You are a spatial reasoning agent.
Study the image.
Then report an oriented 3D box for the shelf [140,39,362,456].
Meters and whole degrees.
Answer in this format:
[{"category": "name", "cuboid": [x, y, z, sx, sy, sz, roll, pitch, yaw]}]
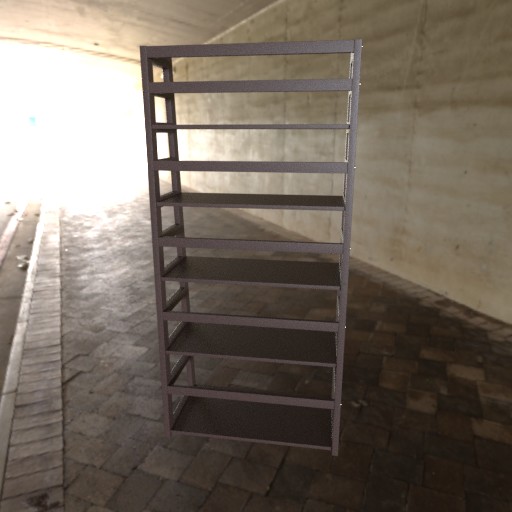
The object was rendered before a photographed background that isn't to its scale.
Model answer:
[{"category": "shelf", "cuboid": [0.000, 0.000, 1.895, 0.763, 1.600, 0.403, 2, 16, 9]}]
